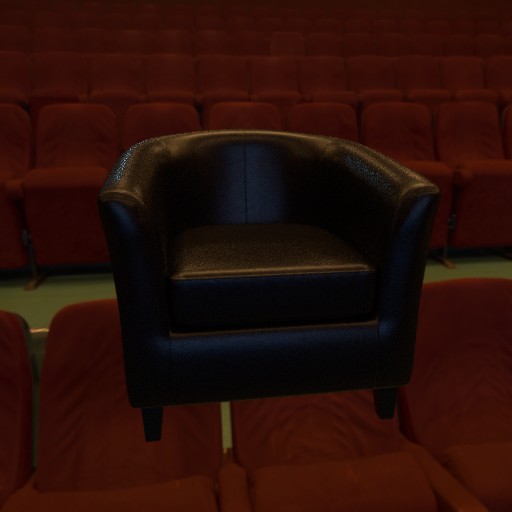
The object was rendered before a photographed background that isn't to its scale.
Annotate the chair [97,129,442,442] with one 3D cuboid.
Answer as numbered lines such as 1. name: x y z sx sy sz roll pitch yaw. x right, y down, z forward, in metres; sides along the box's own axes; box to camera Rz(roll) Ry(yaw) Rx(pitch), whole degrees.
1. chair: 0.000 0.000 1.366 0.793 0.756 0.727 -2 16 -8
